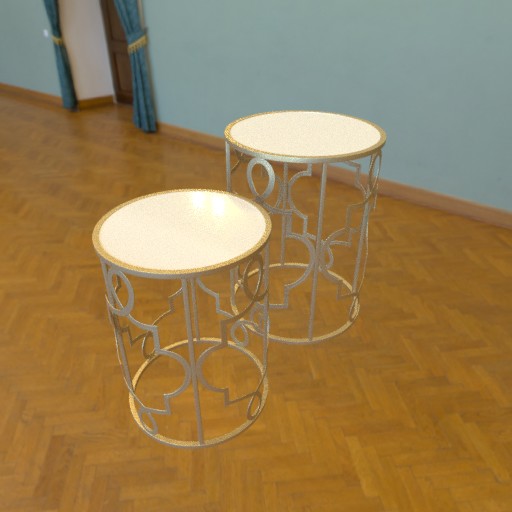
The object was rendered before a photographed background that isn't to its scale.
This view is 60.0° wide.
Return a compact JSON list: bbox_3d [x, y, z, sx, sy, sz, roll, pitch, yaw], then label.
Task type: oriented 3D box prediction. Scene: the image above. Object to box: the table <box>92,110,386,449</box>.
[{"bbox_3d":[0.000,0.000,1.172,0.420,0.564,0.846,22,38,30],"label":"table"}]
